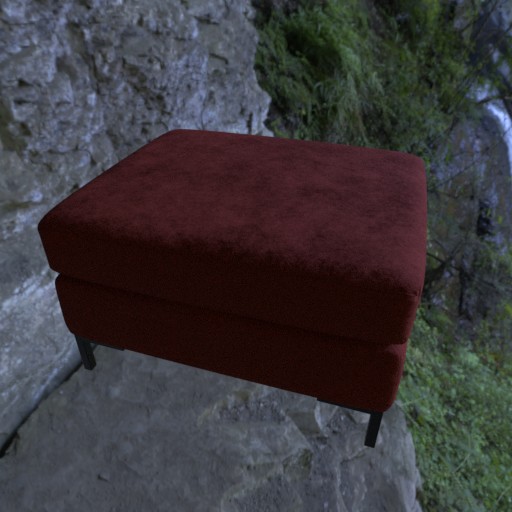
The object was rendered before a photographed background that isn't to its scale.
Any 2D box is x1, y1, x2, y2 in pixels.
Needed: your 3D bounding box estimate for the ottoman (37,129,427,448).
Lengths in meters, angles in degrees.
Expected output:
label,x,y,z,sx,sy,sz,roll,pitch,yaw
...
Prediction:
label,x,y,z,sx,sy,sz,roll,pitch,yaw
ottoman,0.000,0.000,1.164,0.782,0.462,0.650,10,35,15
